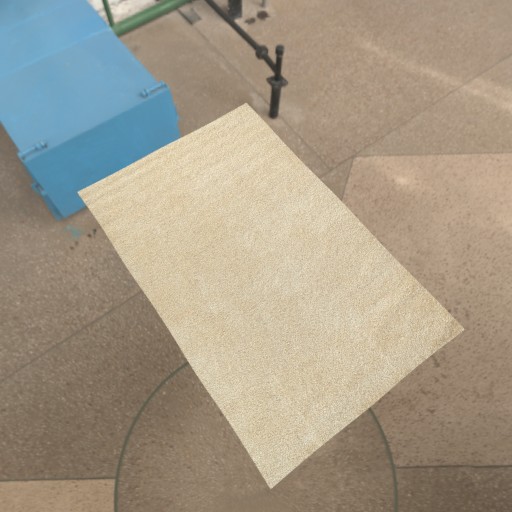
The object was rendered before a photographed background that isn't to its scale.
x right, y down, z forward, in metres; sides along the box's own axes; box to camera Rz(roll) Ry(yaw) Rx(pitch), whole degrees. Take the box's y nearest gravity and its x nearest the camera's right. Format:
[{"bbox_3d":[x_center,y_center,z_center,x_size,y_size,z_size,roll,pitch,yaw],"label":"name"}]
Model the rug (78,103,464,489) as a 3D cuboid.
[{"bbox_3d":[0.000,0.000,2.986,1.500,0.025,2.346,-33,68,-15],"label":"rug"}]
